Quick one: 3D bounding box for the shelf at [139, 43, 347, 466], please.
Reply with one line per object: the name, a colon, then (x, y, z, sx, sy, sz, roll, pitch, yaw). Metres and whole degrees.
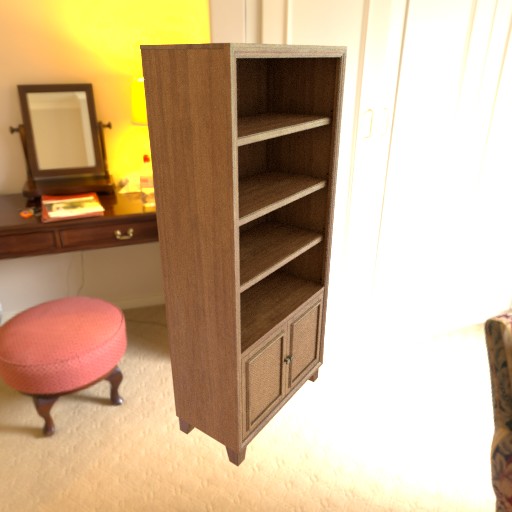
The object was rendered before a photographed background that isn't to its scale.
shelf: (0.000, 0.000, 2.250, 0.453, 1.930, 0.864, 17, 29, 32)
